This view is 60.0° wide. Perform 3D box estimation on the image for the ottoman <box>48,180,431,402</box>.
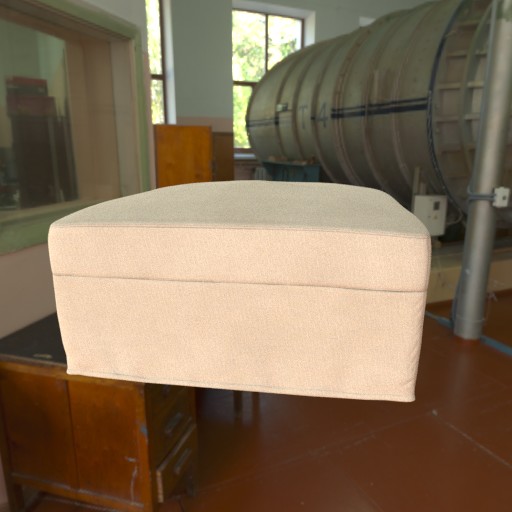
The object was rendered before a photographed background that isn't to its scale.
[{"bbox_3d":[0.000,0.000,1.346,0.843,0.441,0.842,2,14,8],"label":"ottoman"}]
